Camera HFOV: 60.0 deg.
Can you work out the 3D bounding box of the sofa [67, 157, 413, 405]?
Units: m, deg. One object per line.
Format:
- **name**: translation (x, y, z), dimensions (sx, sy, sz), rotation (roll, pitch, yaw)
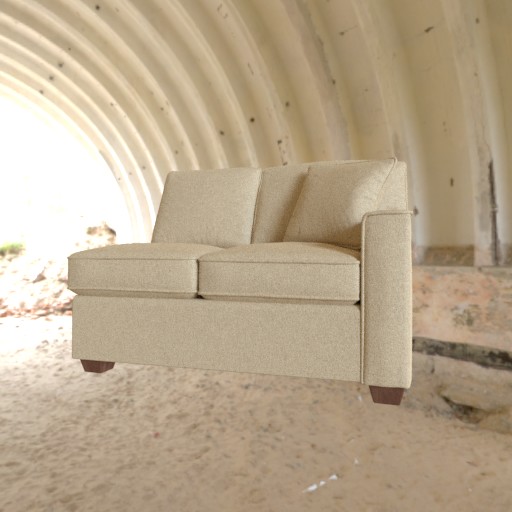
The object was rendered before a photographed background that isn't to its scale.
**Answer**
- **sofa**: translation (0.000, 0.000, 2.086), dimensions (1.388, 0.989, 0.991), rotation (0, 0, 19)
